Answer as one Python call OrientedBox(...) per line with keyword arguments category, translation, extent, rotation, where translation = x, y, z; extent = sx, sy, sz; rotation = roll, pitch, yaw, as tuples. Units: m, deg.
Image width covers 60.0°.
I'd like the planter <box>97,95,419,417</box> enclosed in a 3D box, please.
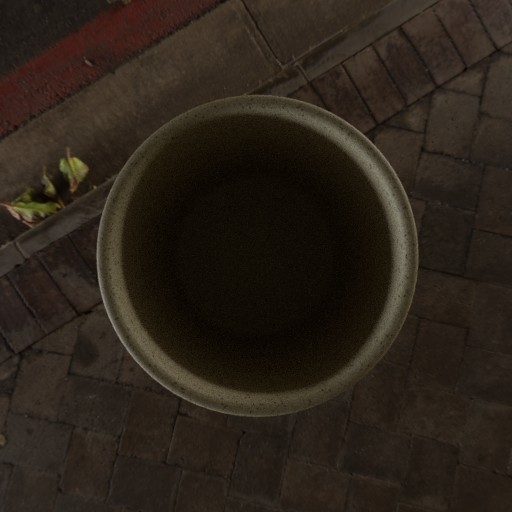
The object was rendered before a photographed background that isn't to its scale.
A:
OrientedBox(category="planter", translation=(0.000, 0.000, 0.360), extent=(0.191, 0.199, 0.191), rotation=(0, 90, -1))
